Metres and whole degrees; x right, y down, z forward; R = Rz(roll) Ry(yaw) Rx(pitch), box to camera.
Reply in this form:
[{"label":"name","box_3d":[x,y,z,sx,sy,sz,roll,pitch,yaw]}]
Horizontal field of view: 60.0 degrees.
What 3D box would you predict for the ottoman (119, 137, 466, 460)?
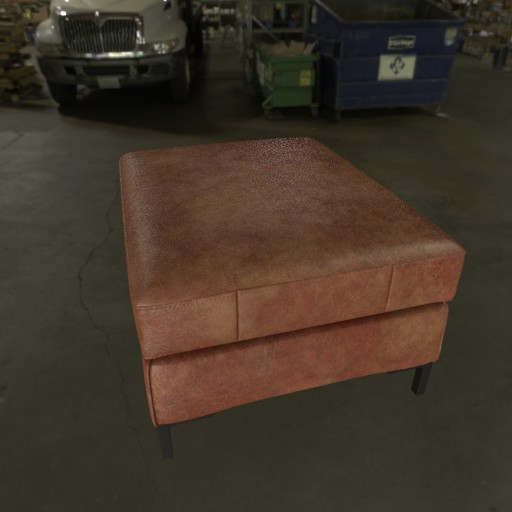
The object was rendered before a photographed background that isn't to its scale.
[{"label":"ottoman","box_3d":[0.000,0.000,1.781,0.965,0.667,1.186,-9,32,-14]}]
